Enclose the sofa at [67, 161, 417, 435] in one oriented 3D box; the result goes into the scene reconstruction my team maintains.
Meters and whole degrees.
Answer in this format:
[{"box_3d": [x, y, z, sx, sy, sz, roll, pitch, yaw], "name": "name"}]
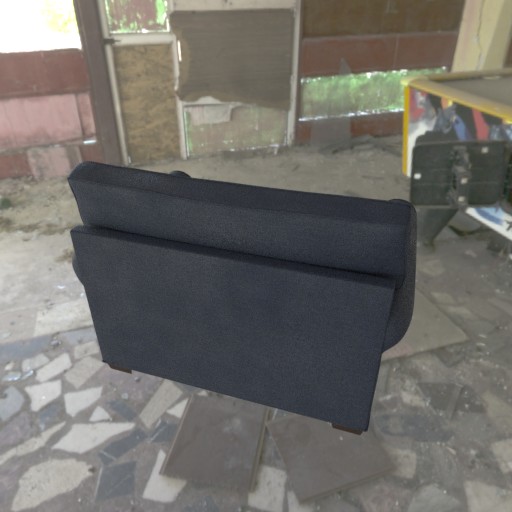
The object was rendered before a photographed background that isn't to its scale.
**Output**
[{"box_3d": [0.000, 0.000, 2.087, 1.405, 1.004, 0.938, 10, 34, 15], "name": "sofa"}]
